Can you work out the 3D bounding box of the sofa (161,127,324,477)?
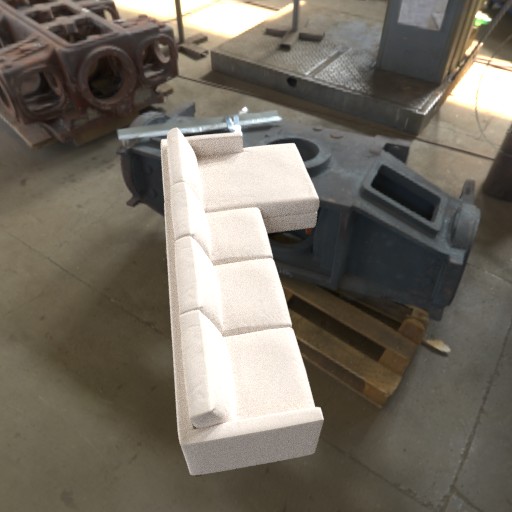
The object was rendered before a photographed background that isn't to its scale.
[{"bbox_3d":[0.000,0.000,4.160,1.606,0.954,3.471,-8,48,-7],"label":"sofa"}]
